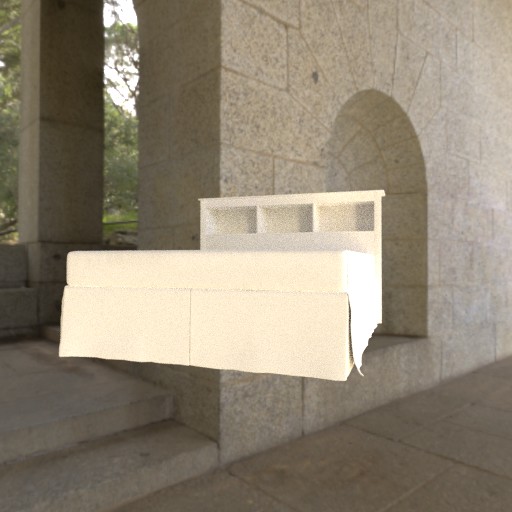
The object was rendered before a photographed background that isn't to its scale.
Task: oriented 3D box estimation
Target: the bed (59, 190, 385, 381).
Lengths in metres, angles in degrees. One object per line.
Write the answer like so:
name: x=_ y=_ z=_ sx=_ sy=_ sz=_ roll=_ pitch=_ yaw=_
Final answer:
bed: x=0.000 y=0.000 z=3.135 sx=1.671 sy=1.092 sz=2.133 roll=0 pitch=-1 yaw=19
